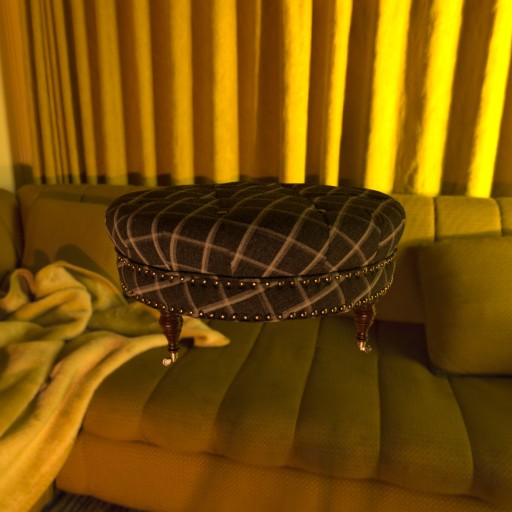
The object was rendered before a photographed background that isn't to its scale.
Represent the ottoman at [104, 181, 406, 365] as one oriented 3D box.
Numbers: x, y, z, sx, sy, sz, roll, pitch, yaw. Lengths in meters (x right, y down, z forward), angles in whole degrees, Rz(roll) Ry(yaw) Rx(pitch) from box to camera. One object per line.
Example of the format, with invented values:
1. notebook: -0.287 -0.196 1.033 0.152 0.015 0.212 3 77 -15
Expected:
1. ottoman: 0.000 0.000 1.424 0.901 0.439 0.901 0 15 0
